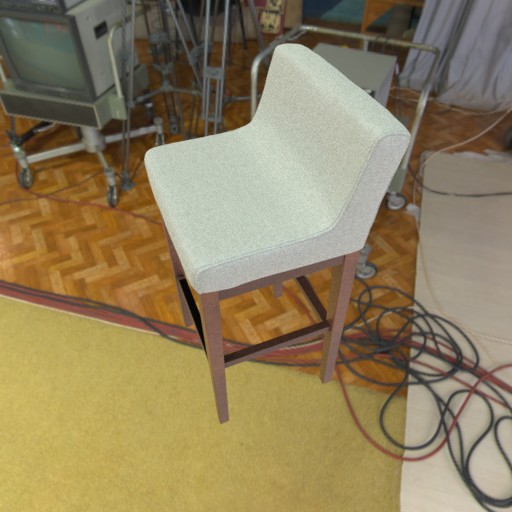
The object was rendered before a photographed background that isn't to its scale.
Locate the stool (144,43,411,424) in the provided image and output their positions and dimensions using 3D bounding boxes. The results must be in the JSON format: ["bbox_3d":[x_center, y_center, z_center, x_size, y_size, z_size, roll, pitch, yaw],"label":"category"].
[{"bbox_3d":[0.000,0.000,1.346,0.500,1.037,0.511,-16,48,-15],"label":"stool"}]
